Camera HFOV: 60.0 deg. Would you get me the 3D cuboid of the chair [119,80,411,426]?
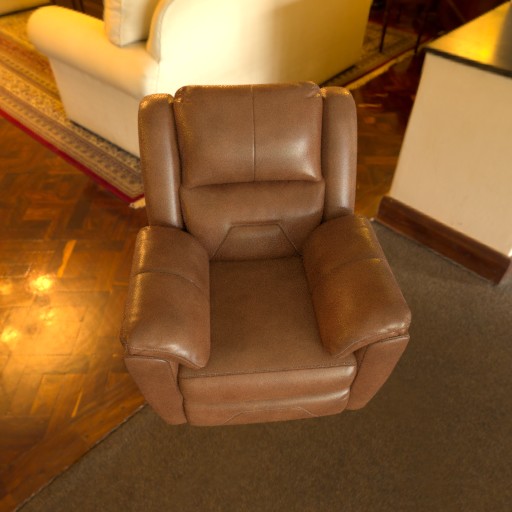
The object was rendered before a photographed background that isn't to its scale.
[{"bbox_3d":[0.000,0.000,1.830,0.990,1.093,1.041,-4,46,-3],"label":"chair"}]
